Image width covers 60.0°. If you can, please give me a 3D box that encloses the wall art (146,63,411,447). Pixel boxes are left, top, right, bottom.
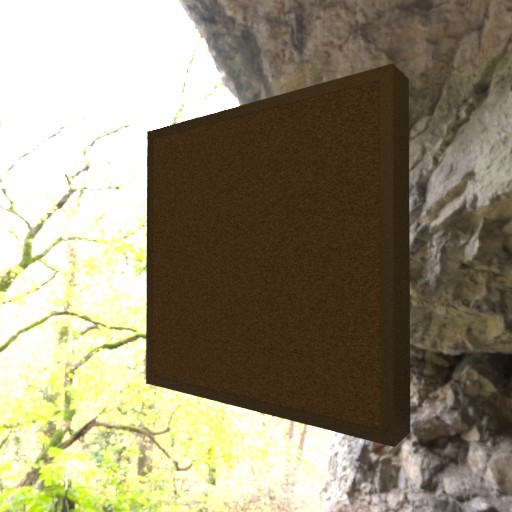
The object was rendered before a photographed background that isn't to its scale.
[{"bbox_3d":[0.000,0.000,0.459,0.304,0.305,0.038,-1,-1,37],"label":"wall art"}]
